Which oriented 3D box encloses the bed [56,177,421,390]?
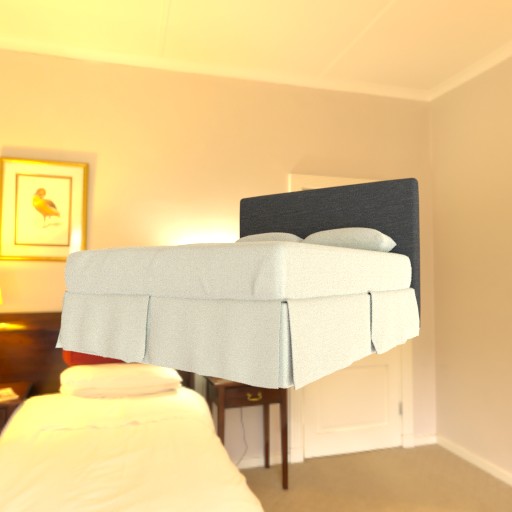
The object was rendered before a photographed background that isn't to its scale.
[{"bbox_3d":[0.000,0.000,3.321,1.884,1.330,2.142,-2,-3,35],"label":"bed"}]
